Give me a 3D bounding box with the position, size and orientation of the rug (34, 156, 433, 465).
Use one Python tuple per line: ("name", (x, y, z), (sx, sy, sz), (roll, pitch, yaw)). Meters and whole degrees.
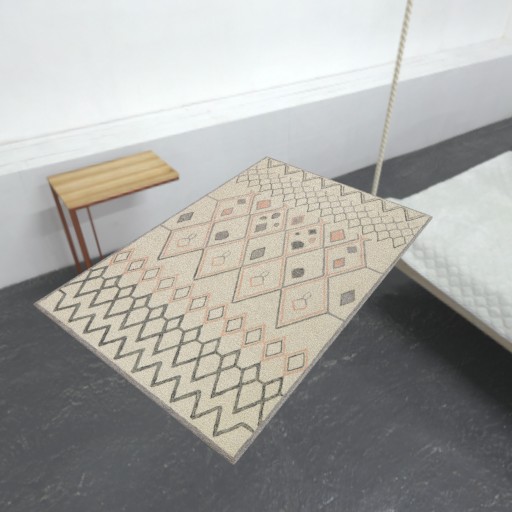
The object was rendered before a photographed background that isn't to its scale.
("rug", (0.000, 0.000, 2.338), (1.219, 0.016, 1.829), (27, 47, 28))
